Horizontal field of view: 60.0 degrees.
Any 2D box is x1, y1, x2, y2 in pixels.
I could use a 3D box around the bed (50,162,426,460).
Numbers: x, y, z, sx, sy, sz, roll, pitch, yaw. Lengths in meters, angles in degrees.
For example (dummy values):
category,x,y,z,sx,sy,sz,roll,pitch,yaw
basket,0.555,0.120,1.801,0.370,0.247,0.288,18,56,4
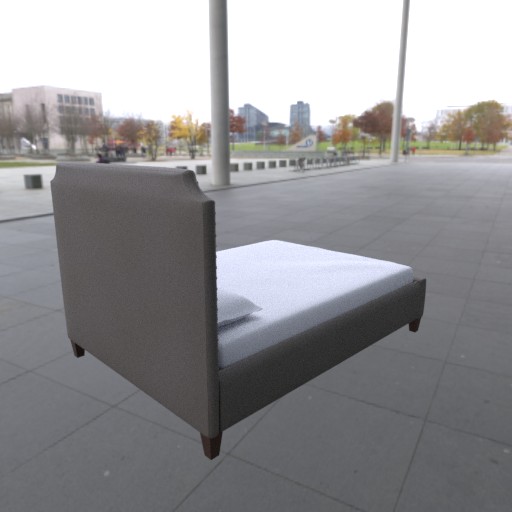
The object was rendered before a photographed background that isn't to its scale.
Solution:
category,x,y,z,sx,sy,sz,roll,pitch,yaw
bed,0.000,0.000,3.396,2.372,1.443,1.712,-14,19,-43
